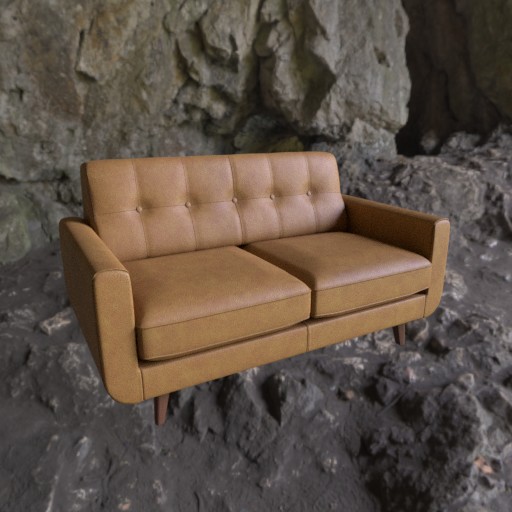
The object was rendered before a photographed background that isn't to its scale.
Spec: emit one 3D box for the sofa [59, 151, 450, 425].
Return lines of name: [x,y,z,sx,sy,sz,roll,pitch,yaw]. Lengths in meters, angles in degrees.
sofa: [0.000,0.000,2.152,1.651,0.925,0.952,-9,19,-28]
